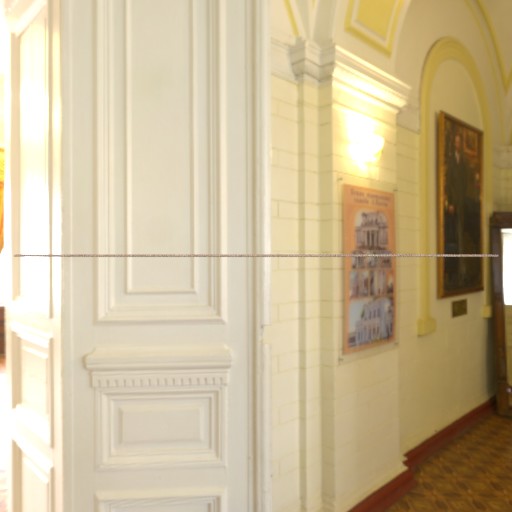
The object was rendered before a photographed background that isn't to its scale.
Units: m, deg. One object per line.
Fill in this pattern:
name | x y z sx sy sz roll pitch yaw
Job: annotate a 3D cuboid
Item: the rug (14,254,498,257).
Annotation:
rug | 0.000 0.000 2.986 2.439 0.011 1.533 0 0 0
